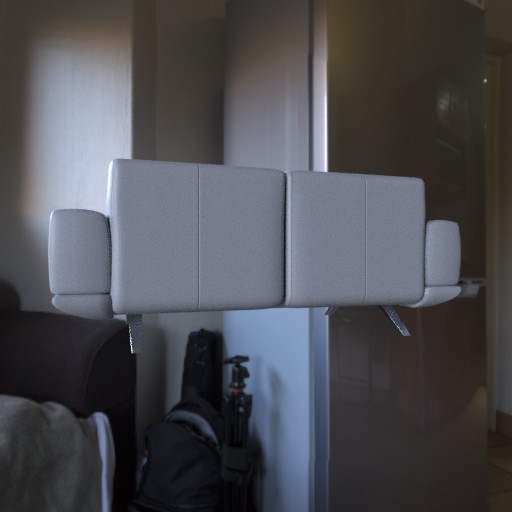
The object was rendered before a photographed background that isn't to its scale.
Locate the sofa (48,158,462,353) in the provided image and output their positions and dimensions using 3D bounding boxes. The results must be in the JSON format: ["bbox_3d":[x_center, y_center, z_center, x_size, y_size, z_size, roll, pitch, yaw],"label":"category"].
[{"bbox_3d":[0.000,0.000,2.345,1.901,0.772,0.900,0,0,-18],"label":"sofa"}]
